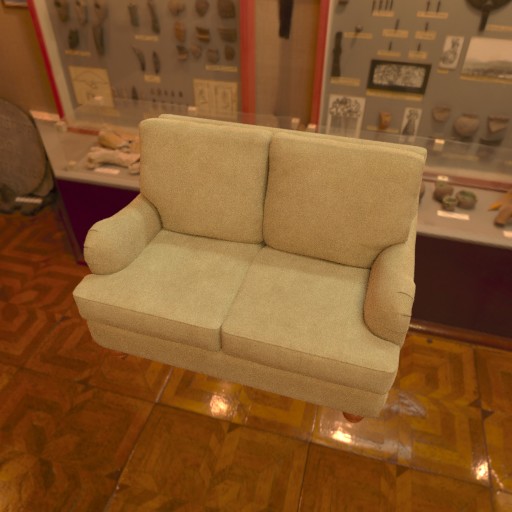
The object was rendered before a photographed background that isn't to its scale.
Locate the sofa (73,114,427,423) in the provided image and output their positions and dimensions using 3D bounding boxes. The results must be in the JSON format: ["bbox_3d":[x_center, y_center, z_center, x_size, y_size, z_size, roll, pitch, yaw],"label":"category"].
[{"bbox_3d":[0.000,0.000,2.235,1.498,1.087,1.086,11,41,13],"label":"sofa"}]
